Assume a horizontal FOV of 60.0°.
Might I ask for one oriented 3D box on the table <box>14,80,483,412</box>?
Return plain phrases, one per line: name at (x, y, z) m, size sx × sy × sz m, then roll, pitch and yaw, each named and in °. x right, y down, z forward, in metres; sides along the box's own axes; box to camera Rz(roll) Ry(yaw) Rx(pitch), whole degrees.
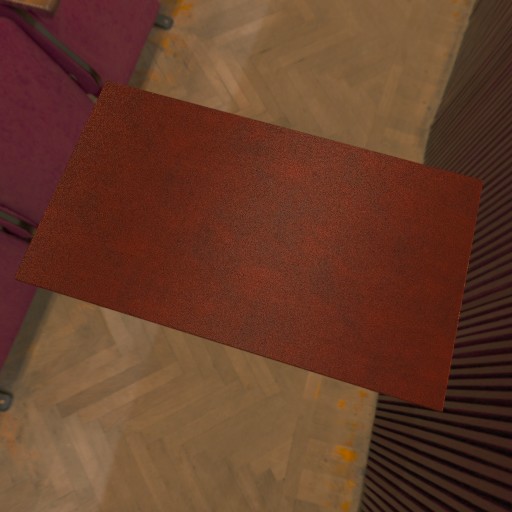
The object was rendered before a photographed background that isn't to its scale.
table at (0.000, 0.000, 1.214) m, size 0.943 × 0.456 × 0.533 m, roll 16°, pitch 74°, yaw 5°
